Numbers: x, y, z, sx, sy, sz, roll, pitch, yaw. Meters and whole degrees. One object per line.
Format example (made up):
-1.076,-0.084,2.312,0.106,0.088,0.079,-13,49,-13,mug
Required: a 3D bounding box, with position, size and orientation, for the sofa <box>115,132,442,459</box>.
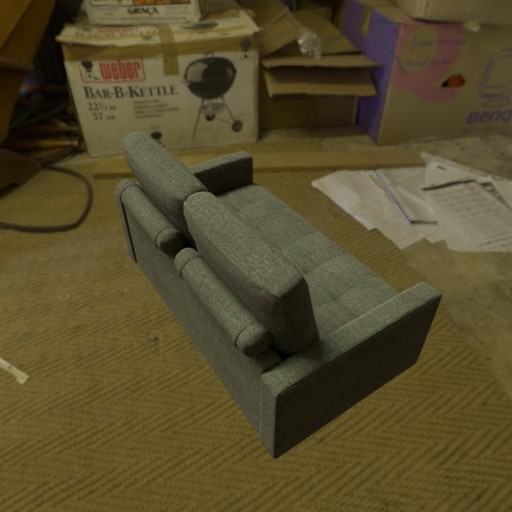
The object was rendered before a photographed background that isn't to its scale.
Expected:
0.000,0.000,2.022,0.842,0.907,1.407,-24,46,-25,sofa
